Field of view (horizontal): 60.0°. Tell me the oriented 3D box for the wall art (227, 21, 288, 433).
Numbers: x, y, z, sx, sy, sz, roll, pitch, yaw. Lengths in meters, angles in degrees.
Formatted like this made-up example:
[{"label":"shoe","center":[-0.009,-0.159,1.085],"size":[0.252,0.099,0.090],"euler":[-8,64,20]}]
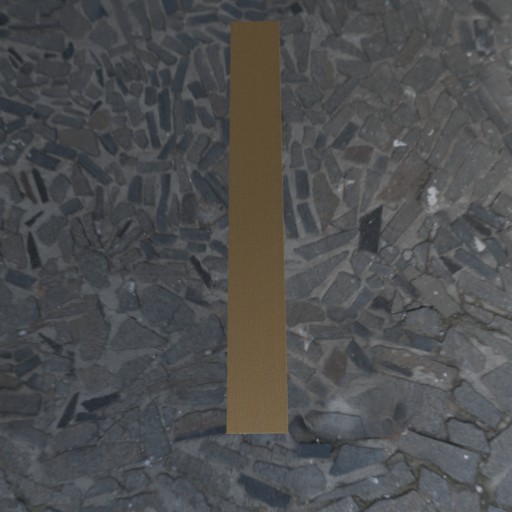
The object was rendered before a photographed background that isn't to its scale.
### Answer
[{"label":"wall art","center":[0.000,0.000,0.459],"size":[0.038,0.304,0.304],"euler":[0,76,0]}]
